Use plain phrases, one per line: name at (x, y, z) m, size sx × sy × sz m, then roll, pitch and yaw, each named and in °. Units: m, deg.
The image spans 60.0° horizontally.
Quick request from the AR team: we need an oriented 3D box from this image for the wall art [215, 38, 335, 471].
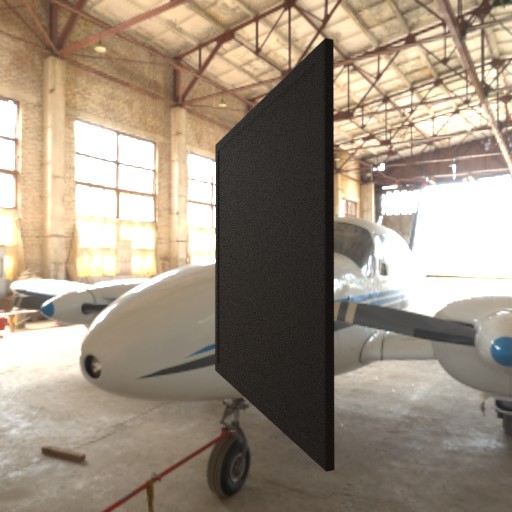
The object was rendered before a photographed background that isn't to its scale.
wall art at (0.000, 0.000, 0.835) m, size 0.012 × 0.558 × 0.562 m, roll 0°, pitch -1°, yaw -20°
